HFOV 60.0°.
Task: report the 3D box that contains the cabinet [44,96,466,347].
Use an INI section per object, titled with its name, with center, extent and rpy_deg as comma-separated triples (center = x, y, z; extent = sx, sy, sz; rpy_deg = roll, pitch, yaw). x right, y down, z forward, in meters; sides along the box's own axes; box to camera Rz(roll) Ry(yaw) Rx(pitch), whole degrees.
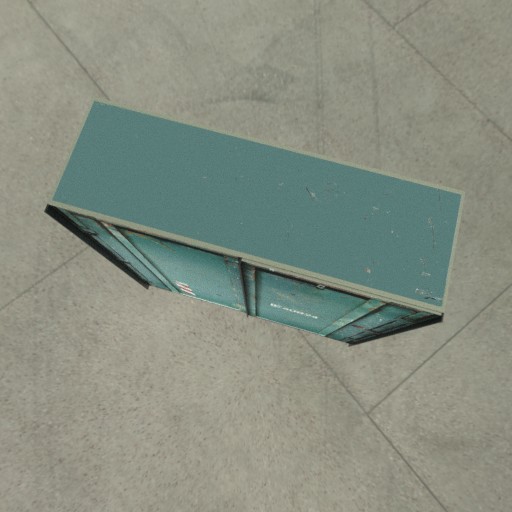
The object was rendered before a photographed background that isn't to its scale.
[cabinet]
center = 0.000, 0.000, 3.259
extent = 2.000, 2.160, 0.680
rpy_deg = 15, 76, 4
